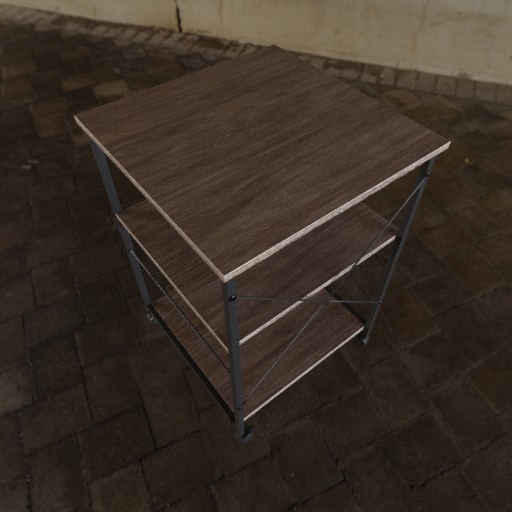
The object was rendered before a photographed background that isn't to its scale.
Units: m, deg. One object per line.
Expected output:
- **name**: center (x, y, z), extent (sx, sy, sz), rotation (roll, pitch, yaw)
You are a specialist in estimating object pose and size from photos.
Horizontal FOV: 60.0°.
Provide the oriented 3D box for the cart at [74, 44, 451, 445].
- **cart**: center (0.000, 0.000, 1.149), extent (0.521, 0.762, 0.520), rotation (-31, 56, -24)
